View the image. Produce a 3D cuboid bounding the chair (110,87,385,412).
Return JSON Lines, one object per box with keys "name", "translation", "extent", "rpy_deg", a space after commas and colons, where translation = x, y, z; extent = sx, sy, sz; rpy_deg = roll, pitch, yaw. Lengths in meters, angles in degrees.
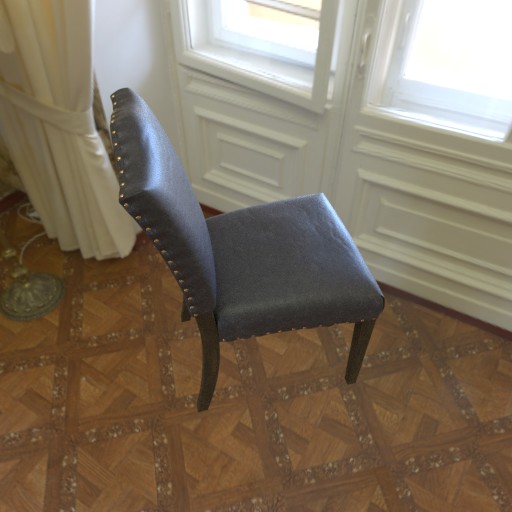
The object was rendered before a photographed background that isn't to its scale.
{"name": "chair", "translation": [0.000, 0.000, 1.332], "extent": [0.633, 0.991, 0.500], "rpy_deg": [-11, 48, -10]}
